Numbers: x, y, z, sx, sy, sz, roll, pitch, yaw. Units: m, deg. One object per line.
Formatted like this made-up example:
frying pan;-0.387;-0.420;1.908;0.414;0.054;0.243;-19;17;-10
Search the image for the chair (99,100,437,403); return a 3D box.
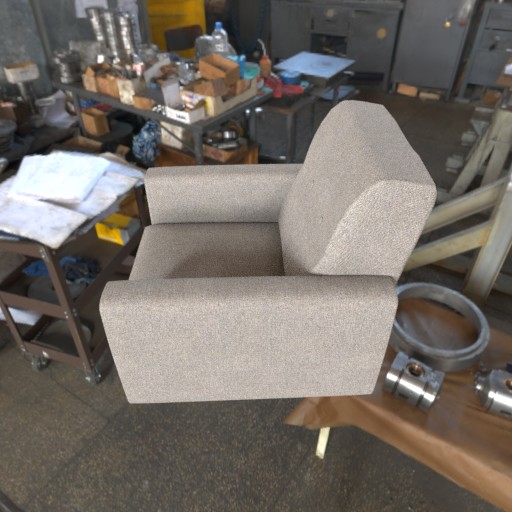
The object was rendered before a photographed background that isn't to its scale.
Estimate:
chair;0.000;0.000;1.645;0.942;0.968;0.845;-1;39;-1
